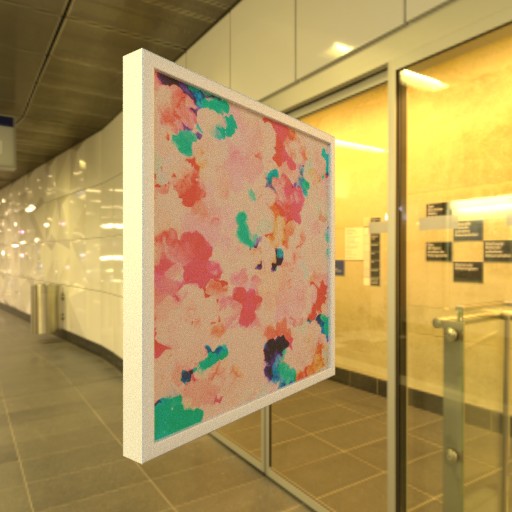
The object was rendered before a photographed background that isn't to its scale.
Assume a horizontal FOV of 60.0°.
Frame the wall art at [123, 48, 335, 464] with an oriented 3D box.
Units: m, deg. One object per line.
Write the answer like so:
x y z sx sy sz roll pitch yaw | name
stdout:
0.000 0.000 0.751 0.038 0.505 0.506 0 0 37 | wall art
